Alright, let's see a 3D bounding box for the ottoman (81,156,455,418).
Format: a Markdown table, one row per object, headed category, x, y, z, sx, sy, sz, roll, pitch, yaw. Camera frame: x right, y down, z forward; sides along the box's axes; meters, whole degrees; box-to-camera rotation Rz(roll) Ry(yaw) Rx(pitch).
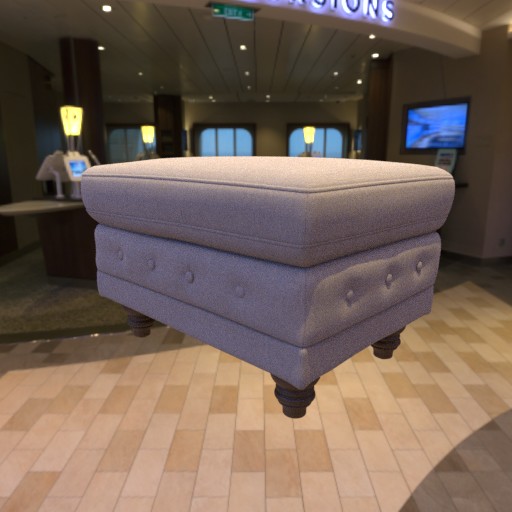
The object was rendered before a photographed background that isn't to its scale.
| category | x | y | z | sx | sy | sz | roll | pitch | yaw |
| --- | --- | --- | --- | --- | --- | --- | --- | --- | --- |
| ottoman | 0.000 | 0.000 | 1.143 | 0.771 | 0.500 | 0.569 | 13 | 18 | 43 |
